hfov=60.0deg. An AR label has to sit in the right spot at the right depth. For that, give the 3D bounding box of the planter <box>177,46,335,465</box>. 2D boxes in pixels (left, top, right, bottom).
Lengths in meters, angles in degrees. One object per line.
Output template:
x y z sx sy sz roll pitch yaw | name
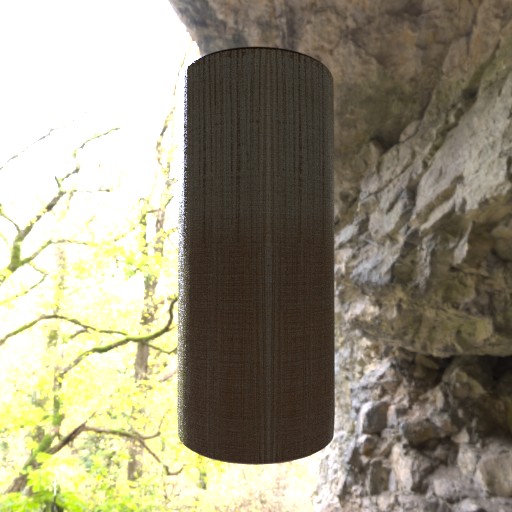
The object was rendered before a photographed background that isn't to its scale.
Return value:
0.000 0.000 0.287 0.100 0.227 0.100 -1 -1 36 | planter
